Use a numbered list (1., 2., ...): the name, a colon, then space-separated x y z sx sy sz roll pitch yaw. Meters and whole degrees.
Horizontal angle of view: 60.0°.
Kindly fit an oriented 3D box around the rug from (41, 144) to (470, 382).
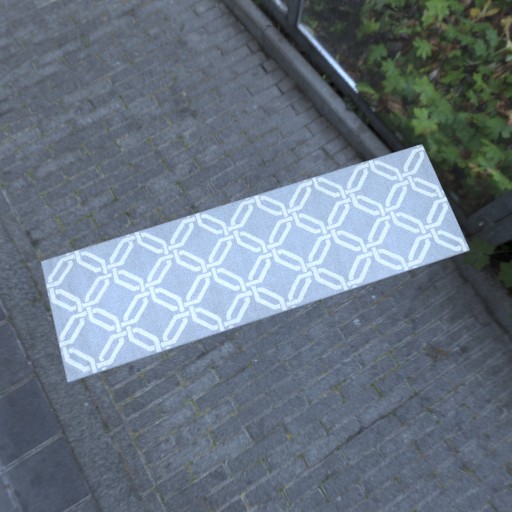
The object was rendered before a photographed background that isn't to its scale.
1. rug: 0.000 0.000 2.451 2.276 0.014 0.678 -18 77 -4
